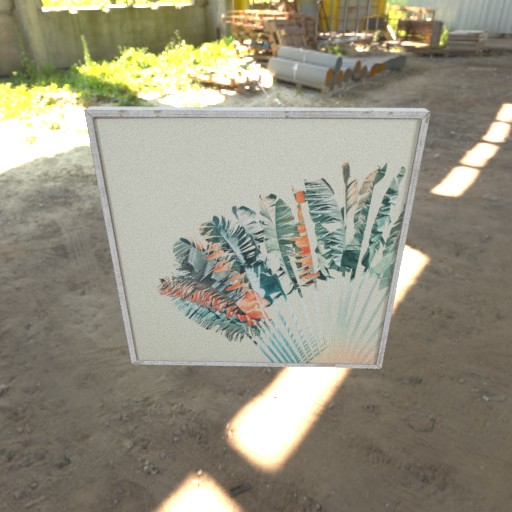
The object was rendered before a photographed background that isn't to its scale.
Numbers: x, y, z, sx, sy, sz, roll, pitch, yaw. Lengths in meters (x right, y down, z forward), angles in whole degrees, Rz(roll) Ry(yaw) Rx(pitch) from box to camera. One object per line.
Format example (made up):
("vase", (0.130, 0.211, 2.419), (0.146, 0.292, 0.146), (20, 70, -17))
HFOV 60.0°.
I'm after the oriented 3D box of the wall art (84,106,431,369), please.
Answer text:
("wall art", (0.000, 0.000, 1.177), (0.760, 0.757, 0.038), (1, 30, 1))
